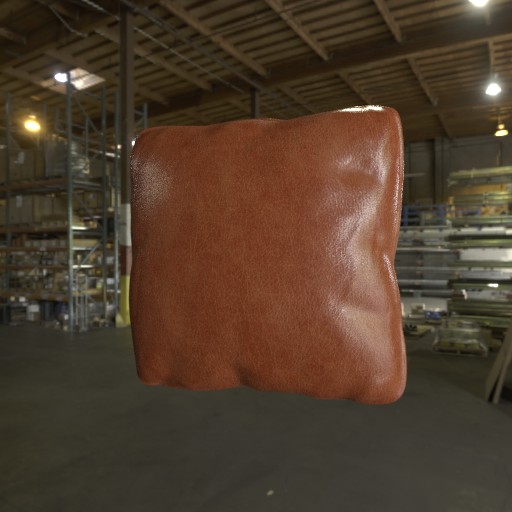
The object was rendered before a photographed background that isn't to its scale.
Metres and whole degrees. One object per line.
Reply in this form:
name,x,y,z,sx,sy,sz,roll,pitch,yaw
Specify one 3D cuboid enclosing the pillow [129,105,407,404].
pillow,0.000,0.000,0.826,0.532,0.523,0.236,0,-1,17
